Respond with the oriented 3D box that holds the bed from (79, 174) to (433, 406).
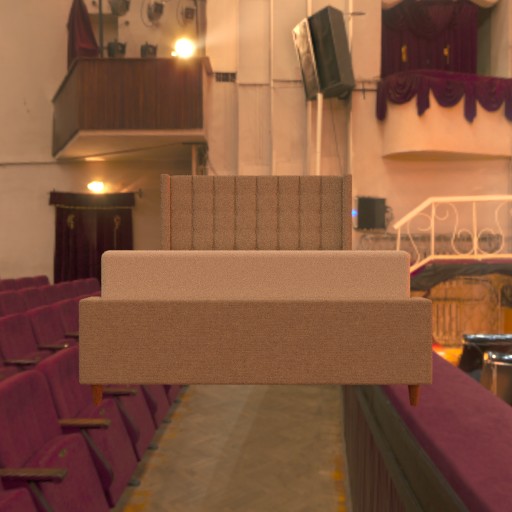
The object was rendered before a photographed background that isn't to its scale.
[{"bbox_3d":[0.000,0.000,3.727,2.045,1.743,2.370,0,0,0],"label":"bed"}]
